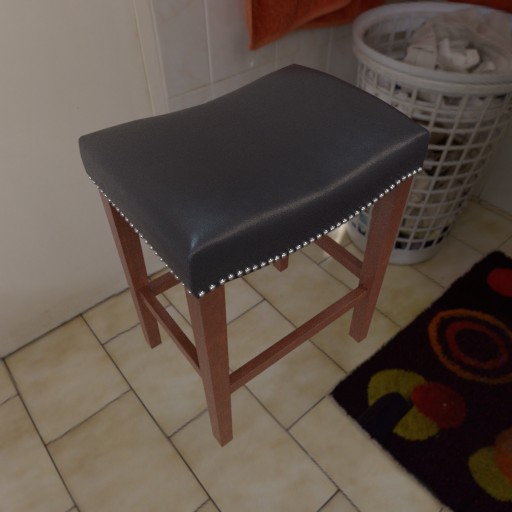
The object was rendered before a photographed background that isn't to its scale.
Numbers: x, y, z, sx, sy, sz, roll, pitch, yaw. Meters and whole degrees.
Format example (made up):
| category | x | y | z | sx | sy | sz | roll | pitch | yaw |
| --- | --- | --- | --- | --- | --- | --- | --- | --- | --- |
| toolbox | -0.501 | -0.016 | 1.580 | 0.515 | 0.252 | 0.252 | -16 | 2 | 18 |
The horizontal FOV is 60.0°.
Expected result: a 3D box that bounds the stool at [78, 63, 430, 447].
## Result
| category | x | y | z | sx | sy | sz | roll | pitch | yaw |
| --- | --- | --- | --- | --- | --- | --- | --- | --- | --- |
| stool | 0.000 | 0.000 | 0.972 | 0.504 | 0.654 | 0.372 | -29 | 53 | -25 |
